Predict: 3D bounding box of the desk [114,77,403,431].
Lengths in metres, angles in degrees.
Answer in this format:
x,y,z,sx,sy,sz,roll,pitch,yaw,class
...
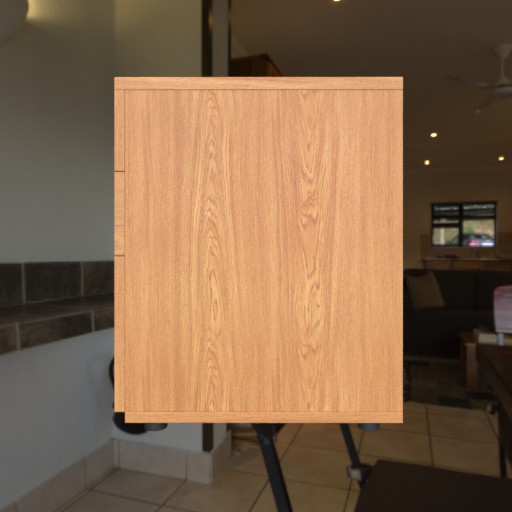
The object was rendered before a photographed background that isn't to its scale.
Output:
x,y,z,sx,sy,sz,roll,pitch,yaw,class
0.000,0.000,1.105,0.600,0.730,0.404,0,0,0,desk
